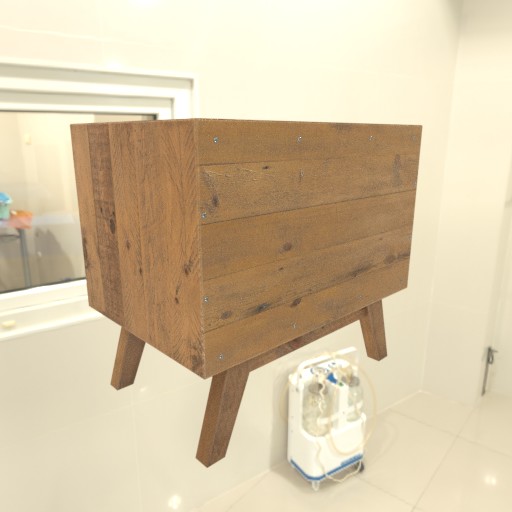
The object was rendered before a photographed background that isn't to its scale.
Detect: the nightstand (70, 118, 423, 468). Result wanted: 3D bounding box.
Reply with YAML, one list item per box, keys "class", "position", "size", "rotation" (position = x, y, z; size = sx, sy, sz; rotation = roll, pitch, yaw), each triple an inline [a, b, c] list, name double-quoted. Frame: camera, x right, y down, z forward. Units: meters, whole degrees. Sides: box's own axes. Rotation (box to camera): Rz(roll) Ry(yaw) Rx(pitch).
- class: "nightstand"
  position: [0.000, 0.000, 1.054]
  size: [0.650, 0.599, 0.450]
  rotation: [-14, 21, -41]
